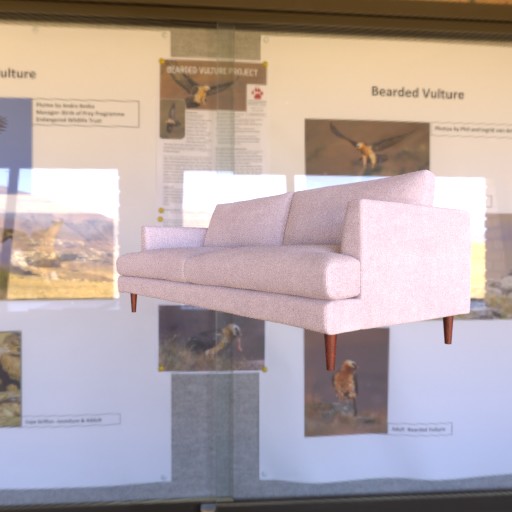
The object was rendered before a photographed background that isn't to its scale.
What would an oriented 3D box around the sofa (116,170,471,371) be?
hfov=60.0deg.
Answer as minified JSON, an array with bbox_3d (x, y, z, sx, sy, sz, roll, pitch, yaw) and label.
[{"bbox_3d":[0.000,0.000,2.787,1.020,0.868,2.250,0,1,-36],"label":"sofa"}]
